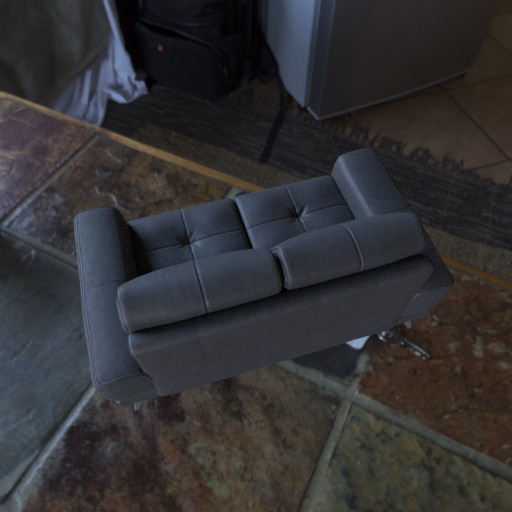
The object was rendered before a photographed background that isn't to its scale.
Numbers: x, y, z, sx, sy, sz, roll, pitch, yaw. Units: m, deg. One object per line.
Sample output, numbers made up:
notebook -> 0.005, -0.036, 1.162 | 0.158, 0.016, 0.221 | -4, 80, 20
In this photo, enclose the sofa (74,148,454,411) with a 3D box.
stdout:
sofa -> 0.000, 0.000, 2.359 | 1.806, 0.907, 1.018 | -14, 58, -9
